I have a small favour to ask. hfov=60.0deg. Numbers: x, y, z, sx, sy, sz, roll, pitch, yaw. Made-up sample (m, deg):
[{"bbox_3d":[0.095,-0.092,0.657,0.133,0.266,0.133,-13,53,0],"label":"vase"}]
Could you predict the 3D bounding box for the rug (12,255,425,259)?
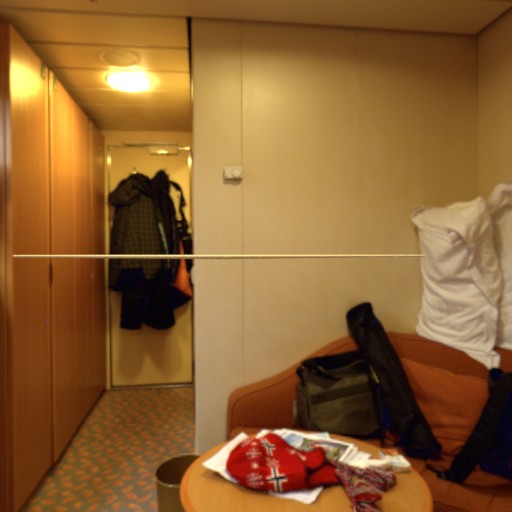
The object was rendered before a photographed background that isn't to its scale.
[{"bbox_3d":[0.000,0.000,2.946,1.531,0.014,2.441,0,0,36],"label":"rug"}]
